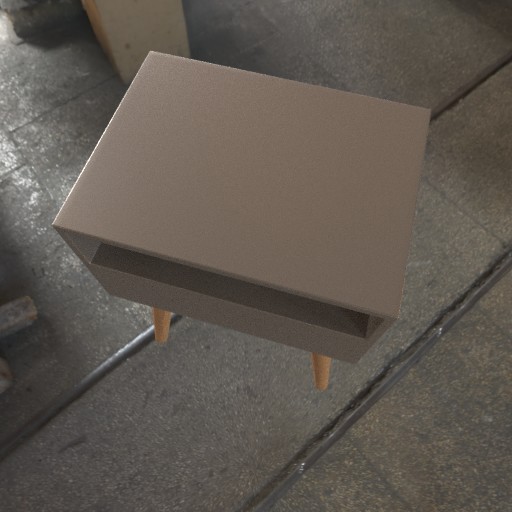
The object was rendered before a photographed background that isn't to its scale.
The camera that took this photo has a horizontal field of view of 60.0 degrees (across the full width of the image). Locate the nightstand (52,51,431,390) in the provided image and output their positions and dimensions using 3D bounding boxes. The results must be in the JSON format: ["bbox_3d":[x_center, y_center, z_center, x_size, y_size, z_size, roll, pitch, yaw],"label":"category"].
[{"bbox_3d":[0.000,0.000,0.737,0.370,0.508,0.288,15,65,7],"label":"nightstand"}]
